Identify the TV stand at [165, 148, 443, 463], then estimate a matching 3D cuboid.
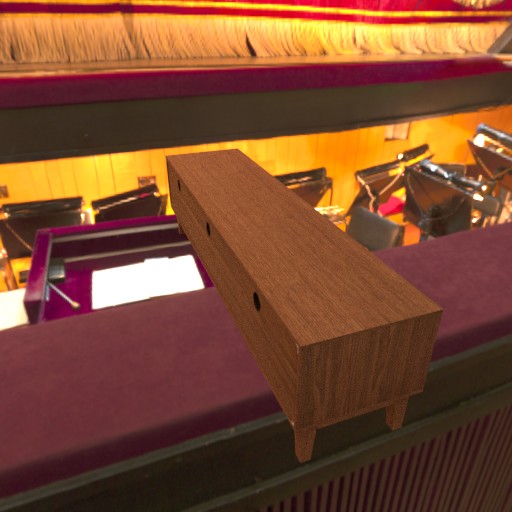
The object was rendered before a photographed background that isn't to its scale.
[{"bbox_3d":[0.000,0.000,1.675,0.366,0.409,1.482,-10,31,-18],"label":"TV stand"}]
